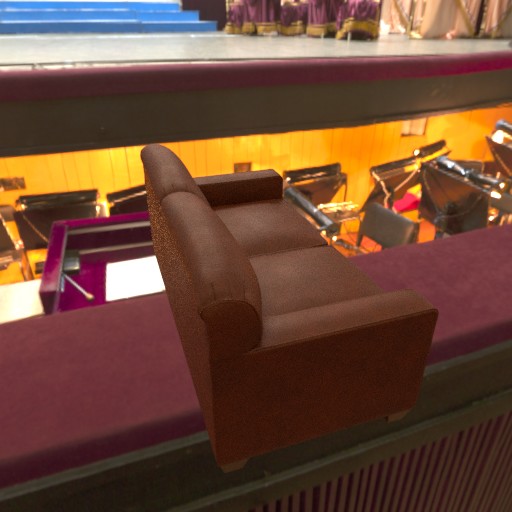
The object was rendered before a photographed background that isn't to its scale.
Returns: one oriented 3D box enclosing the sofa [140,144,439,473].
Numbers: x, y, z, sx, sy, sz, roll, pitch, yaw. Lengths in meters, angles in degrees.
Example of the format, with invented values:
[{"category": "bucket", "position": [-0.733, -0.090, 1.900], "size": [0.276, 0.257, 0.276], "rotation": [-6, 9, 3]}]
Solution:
[{"category": "sofa", "position": [0.000, 0.000, 2.465], "size": [1.000, 0.966, 1.856], "rotation": [-10, 31, -16]}]
